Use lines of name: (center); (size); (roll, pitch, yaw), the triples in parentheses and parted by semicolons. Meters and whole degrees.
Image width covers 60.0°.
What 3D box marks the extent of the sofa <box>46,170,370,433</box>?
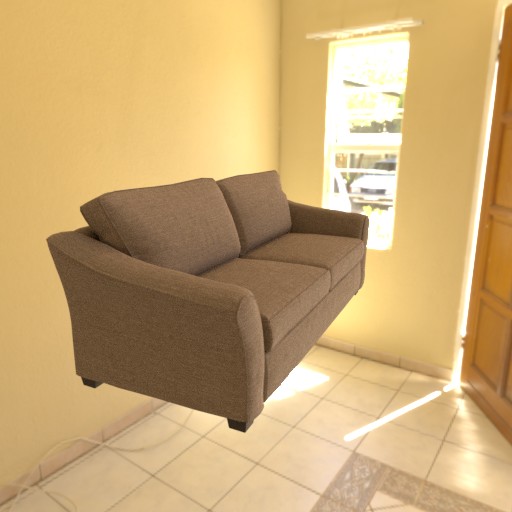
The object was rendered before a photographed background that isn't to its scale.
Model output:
sofa: (0.000, 0.000, 2.762); (0.980, 0.965, 2.270); (7, 16, 25)
